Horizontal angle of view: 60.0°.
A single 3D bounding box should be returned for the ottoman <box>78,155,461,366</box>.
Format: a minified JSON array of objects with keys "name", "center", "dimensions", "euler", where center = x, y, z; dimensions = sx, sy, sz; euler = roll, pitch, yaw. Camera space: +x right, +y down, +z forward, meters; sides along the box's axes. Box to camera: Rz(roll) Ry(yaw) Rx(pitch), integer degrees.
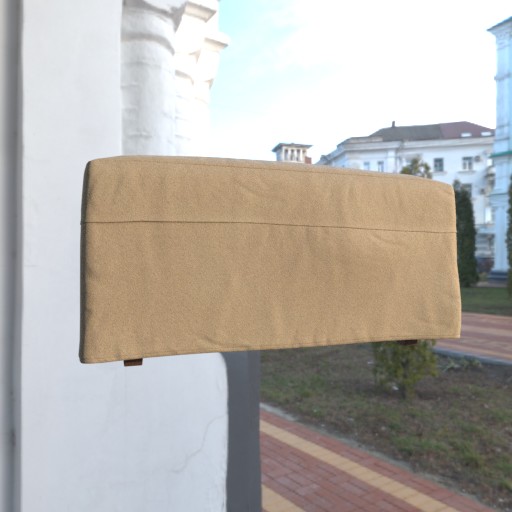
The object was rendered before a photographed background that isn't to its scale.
[{"name":"ottoman","center":[0.000,0.000,1.192],"dimensions":[0.872,0.444,0.590],"euler":[0,-1,-18]}]
